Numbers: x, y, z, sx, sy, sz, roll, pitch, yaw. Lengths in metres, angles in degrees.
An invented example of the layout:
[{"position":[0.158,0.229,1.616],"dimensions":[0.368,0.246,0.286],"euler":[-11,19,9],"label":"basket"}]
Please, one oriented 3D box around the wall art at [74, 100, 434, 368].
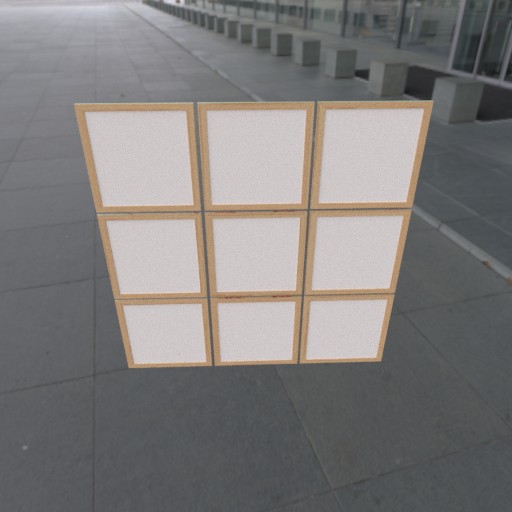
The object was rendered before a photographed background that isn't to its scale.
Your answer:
[{"position":[0.000,0.000,2.271],"dimensions":[1.517,1.523,0.013],"euler":[-1,31,-2],"label":"wall art"}]
